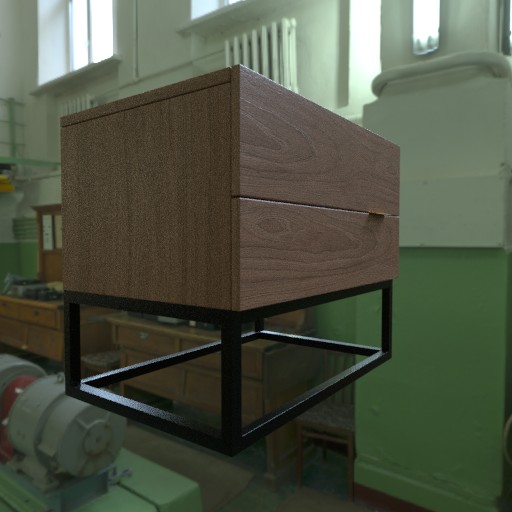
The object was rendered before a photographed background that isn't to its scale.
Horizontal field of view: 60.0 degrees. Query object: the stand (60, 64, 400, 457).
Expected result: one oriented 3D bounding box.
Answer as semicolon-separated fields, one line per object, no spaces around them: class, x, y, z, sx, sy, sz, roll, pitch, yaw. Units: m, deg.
stand;0.000;0.000;0.911;0.420;0.500;0.600;2;3;36
